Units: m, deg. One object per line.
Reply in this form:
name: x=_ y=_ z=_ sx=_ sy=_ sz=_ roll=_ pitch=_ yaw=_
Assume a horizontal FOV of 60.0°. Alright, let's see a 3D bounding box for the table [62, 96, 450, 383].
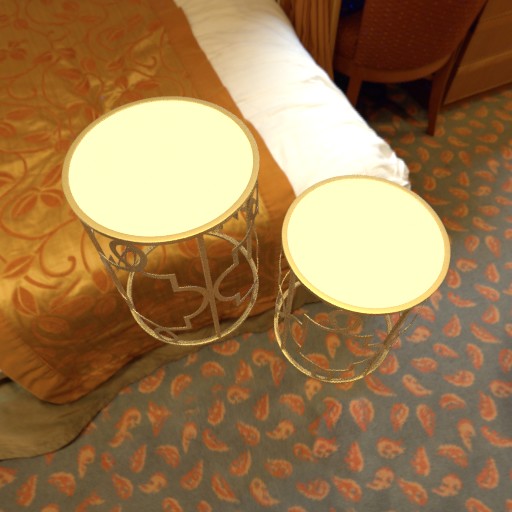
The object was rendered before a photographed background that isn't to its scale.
table: x=0.000 y=0.000 z=1.158 sx=0.846 sy=0.564 sz=0.420 roll=16 pitch=60 yaw=9
